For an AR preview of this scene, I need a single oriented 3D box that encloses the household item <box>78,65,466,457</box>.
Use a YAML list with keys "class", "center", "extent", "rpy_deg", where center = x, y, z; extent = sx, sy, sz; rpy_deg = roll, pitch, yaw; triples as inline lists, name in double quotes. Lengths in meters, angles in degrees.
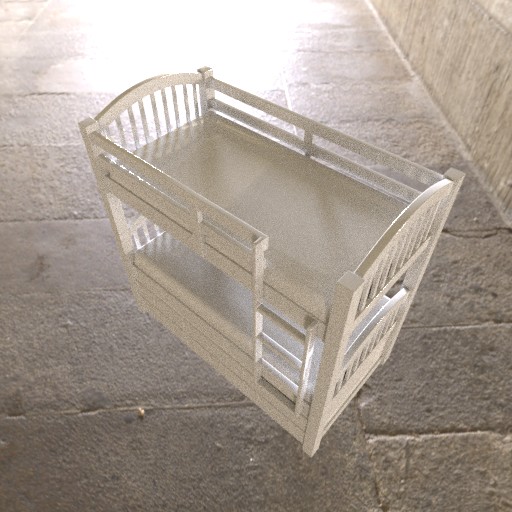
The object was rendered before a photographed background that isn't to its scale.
- class: "household item"
  center: [0.000, 0.000, 3.242]
  extent: [2.032, 2.032, 1.143]
  rpy_deg: [33, 55, 27]
